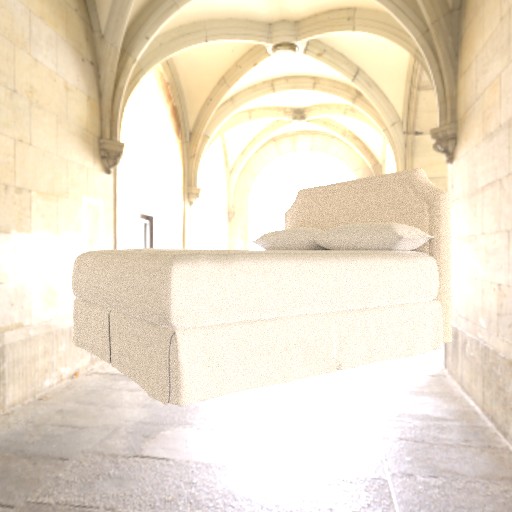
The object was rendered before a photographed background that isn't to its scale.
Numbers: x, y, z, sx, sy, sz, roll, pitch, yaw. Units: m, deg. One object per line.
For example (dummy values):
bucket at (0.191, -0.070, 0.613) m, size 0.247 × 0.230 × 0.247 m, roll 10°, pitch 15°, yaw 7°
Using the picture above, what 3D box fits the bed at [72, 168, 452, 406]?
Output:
bed at (0.000, 0.000, 3.769) m, size 2.548 × 1.524 × 2.134 m, roll 0°, pitch 1°, yaw -36°
